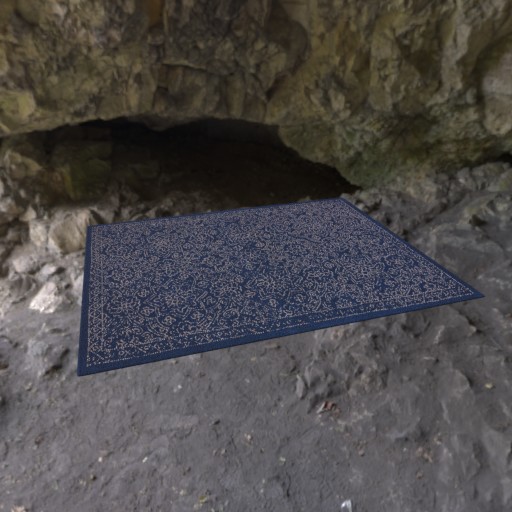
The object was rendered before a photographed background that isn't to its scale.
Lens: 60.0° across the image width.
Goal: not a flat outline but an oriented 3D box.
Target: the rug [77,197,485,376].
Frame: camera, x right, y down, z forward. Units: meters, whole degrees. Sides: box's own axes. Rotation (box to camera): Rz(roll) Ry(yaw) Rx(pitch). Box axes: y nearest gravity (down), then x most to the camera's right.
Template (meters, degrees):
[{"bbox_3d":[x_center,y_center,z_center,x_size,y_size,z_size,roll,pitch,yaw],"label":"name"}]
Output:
[{"bbox_3d":[0.000,0.000,4.135,3.048,0.010,2.438,-8,28,-15],"label":"rug"}]
